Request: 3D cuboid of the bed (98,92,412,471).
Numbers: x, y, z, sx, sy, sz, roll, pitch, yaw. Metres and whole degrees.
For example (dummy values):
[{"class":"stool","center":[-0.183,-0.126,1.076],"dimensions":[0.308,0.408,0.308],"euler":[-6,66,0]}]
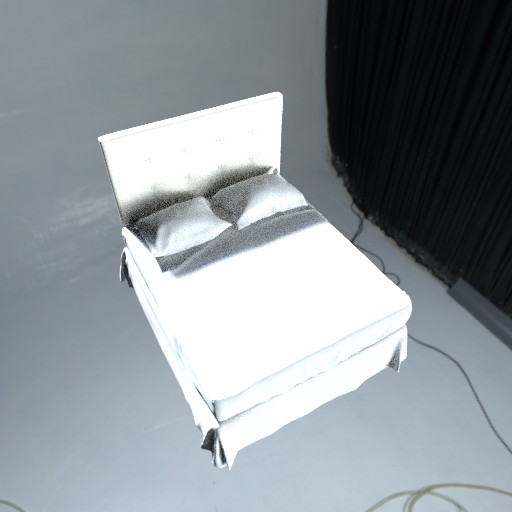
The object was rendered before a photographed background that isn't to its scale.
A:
[{"class":"bed","center":[0.000,0.000,3.571],"dimensions":[1.936,1.577,2.222],"euler":[-22,49,-20]}]
